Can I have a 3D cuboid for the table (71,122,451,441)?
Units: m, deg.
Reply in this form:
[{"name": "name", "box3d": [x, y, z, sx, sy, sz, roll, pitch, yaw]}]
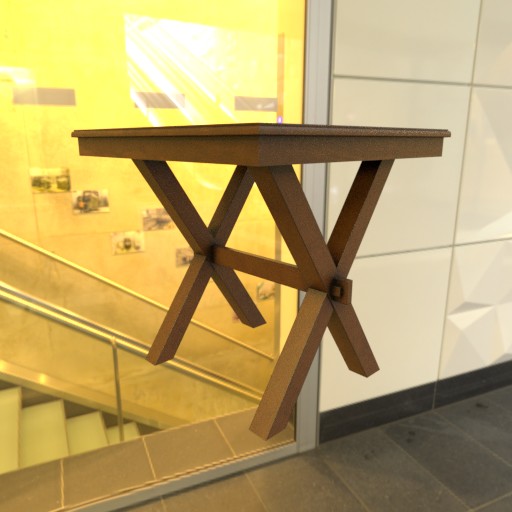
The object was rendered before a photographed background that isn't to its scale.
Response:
[{"name": "table", "box3d": [0.000, 0.000, 1.026, 0.560, 0.562, 0.602, -13, 20, -42]}]
